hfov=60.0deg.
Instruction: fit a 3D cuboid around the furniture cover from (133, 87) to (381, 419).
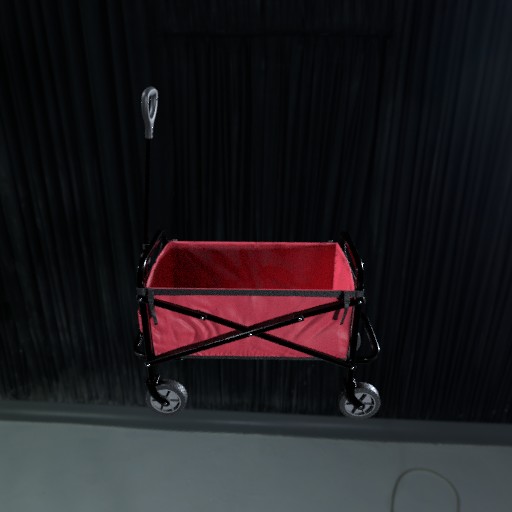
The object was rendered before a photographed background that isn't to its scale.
[{"bbox_3d":[0.000,0.000,1.814,1.038,1.295,0.532,1,25,1],"label":"furniture cover"}]
